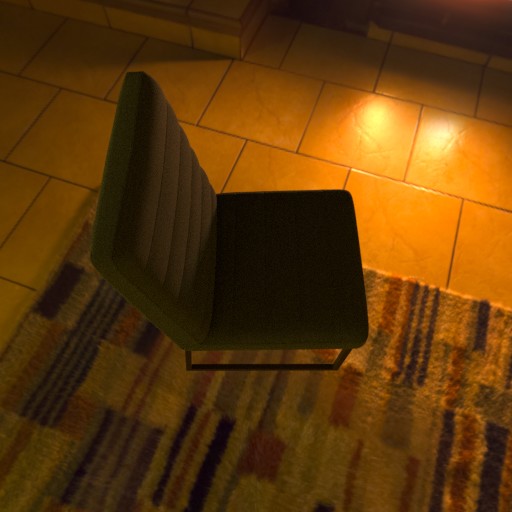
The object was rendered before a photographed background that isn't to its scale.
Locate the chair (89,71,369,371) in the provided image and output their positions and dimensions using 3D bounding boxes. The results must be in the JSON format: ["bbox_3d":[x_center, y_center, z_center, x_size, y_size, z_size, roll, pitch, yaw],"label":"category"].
[{"bbox_3d":[0.000,0.000,1.319,0.634,0.930,0.520,0,62,0],"label":"chair"}]
